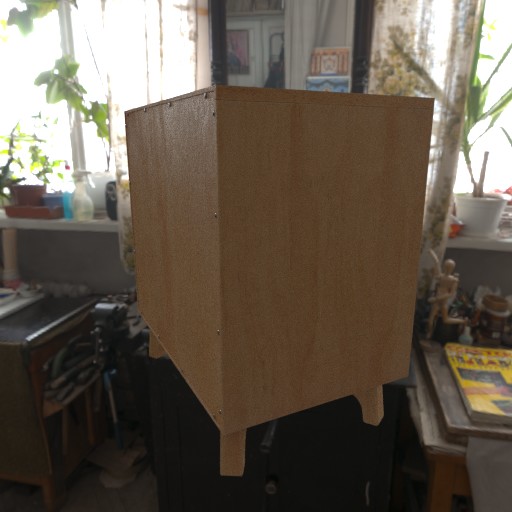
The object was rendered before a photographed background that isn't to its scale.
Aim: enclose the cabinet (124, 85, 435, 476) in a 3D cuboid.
[{"bbox_3d":[0.000,0.000,0.932,0.394,0.599,0.551,-7,16,-26],"label":"cabinet"}]
